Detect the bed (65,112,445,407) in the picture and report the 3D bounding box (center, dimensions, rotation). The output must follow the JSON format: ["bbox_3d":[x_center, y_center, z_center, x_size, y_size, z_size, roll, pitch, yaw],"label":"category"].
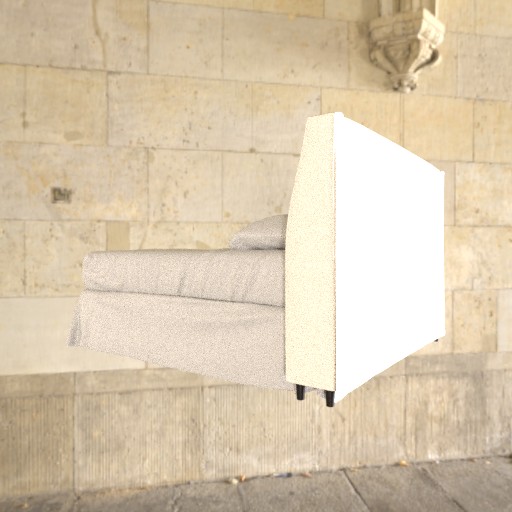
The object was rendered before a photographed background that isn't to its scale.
[{"bbox_3d":[0.000,0.000,3.357,2.276,1.332,1.925,0,1,36],"label":"bed"}]
